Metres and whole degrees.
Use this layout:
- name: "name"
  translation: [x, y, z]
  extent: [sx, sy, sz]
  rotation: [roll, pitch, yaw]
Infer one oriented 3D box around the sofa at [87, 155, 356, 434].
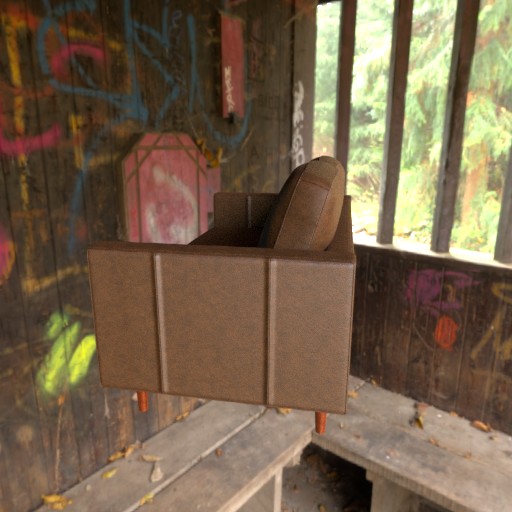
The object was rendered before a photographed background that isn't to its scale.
- name: "sofa"
  translation: [0.000, 0.000, 2.177]
  extent: [0.909, 0.951, 1.578]
  rotation: [3, 15, 11]
